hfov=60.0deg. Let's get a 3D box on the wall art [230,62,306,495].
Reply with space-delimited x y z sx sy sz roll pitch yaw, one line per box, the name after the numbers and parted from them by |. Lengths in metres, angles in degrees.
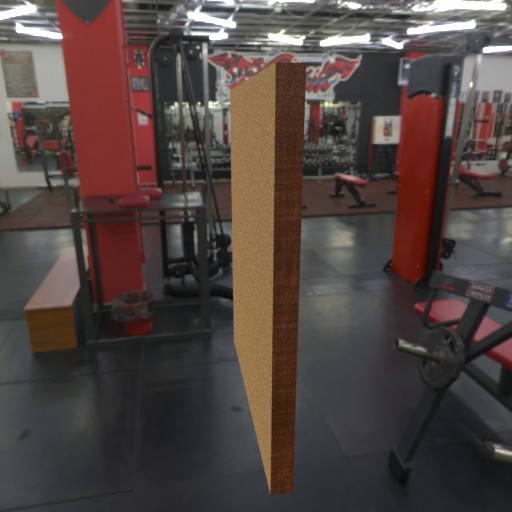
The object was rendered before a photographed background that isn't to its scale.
0.000 0.000 0.769 0.033 0.567 0.467 -3 17 -9 | wall art
